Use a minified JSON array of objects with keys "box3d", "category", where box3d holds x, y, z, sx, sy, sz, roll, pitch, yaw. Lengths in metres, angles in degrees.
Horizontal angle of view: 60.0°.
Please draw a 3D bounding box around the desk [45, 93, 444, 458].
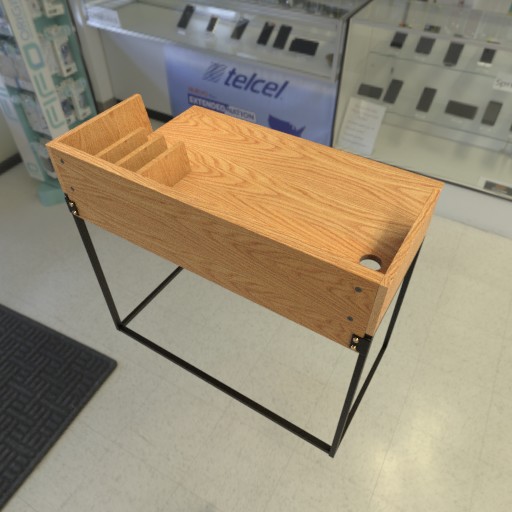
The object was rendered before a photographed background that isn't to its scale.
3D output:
[{"box3d":[0.000,0.000,1.854,1.191,1.061,0.769,24,50,22],"category":"desk"}]
